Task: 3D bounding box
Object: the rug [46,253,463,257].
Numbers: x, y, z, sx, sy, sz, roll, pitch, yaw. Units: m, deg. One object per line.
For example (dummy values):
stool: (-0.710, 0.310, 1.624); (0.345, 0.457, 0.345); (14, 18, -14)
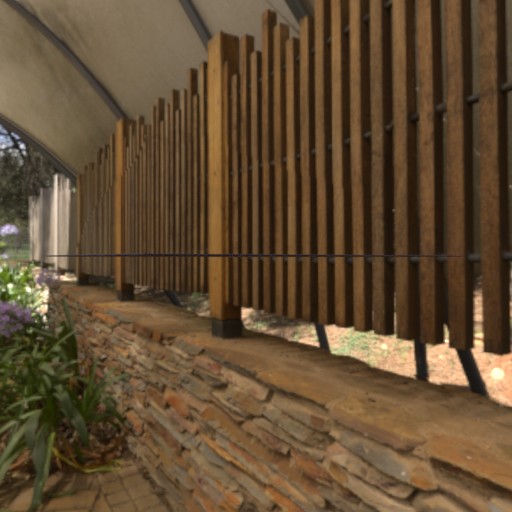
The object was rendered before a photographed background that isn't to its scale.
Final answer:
rug: (0.000, 0.000, 2.920); (2.232, 0.009, 1.630); (0, 0, -37)
